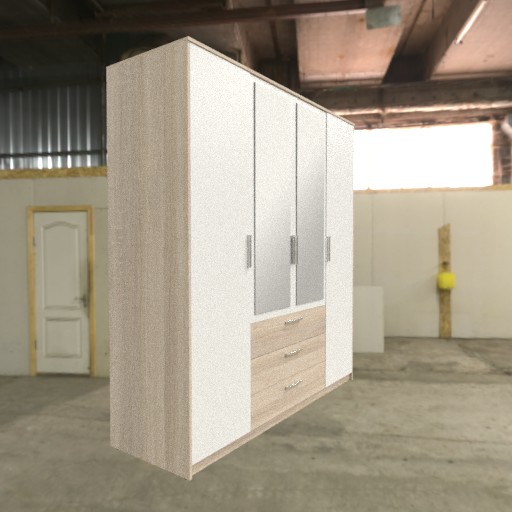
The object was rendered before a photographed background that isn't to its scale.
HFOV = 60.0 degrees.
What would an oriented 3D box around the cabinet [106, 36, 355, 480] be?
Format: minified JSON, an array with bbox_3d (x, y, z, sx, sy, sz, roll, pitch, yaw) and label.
[{"bbox_3d":[0.000,0.000,2.977,0.620,2.060,1.870,1,2,36],"label":"cabinet"}]
